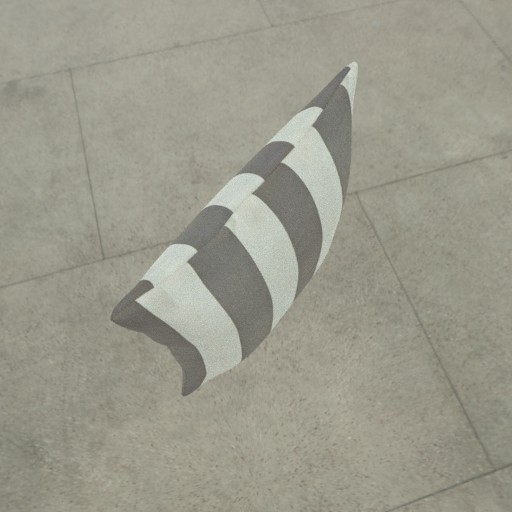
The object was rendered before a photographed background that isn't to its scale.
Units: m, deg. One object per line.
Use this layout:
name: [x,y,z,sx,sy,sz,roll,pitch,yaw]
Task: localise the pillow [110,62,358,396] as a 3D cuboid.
pillow: [0.000,0.000,0.807,0.192,0.507,0.522,34,68,16]
